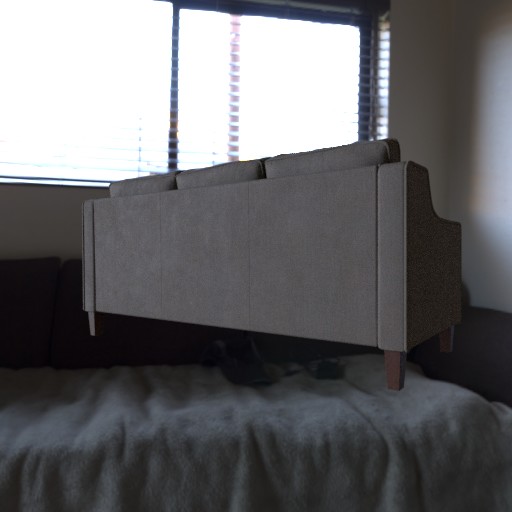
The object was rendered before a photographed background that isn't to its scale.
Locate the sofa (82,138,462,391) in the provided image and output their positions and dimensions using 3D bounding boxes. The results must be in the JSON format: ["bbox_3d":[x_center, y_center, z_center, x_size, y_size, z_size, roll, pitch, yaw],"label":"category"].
[{"bbox_3d":[0.000,0.000,2.506,1.986,0.974,0.911,0,0,36],"label":"sofa"}]
